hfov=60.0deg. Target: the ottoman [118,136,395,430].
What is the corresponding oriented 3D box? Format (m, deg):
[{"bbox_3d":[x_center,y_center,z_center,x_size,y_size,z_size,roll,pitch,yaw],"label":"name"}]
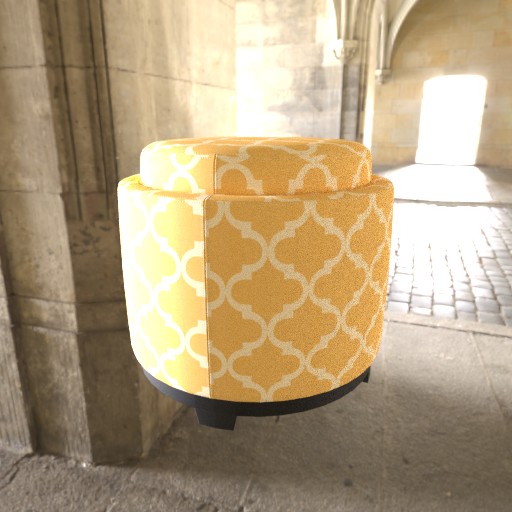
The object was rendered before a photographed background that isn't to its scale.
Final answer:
[{"bbox_3d":[0.000,0.000,0.831,0.480,0.429,0.480,0,17,0],"label":"ottoman"}]
